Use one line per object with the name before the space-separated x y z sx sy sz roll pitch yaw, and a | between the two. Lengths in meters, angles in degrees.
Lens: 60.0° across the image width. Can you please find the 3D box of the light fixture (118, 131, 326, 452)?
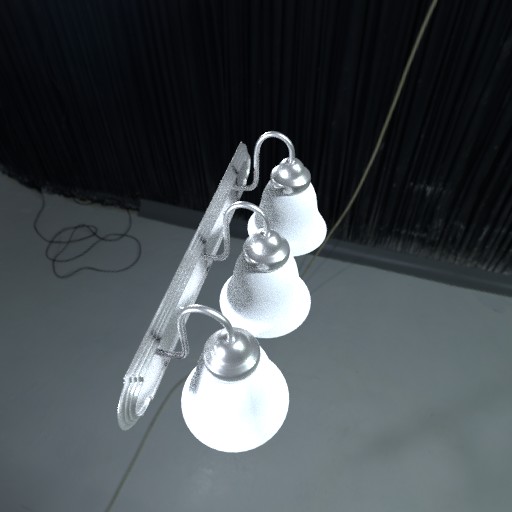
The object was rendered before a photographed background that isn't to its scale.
light fixture | 0.000 0.000 0.725 0.199 0.222 0.610 11 49 10
